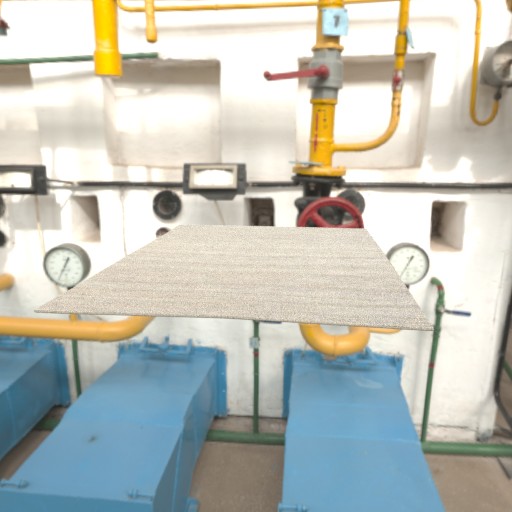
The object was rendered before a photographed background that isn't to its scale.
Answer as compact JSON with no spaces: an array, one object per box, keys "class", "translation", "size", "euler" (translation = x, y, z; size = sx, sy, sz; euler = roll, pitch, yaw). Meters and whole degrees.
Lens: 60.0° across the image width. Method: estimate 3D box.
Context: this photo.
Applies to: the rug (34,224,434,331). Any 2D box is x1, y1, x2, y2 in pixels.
[{"class":"rug","translation":[0.000,0.000,4.740],"size":[2.757,0.051,3.626],"euler":[2,14,7]}]
